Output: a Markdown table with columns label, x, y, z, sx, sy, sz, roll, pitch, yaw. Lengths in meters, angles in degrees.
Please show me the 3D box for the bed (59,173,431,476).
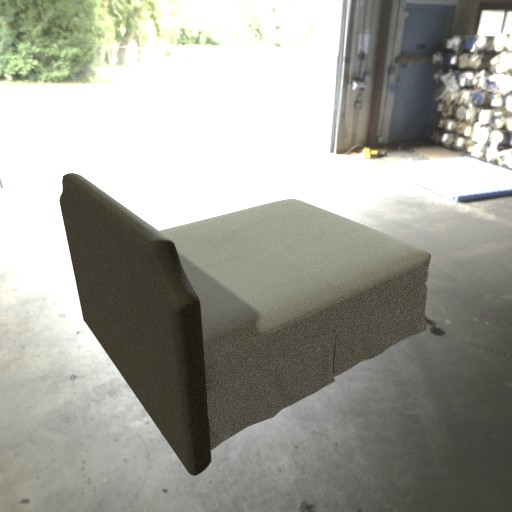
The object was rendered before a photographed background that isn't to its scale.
| label | x | y | z | sx | sy | sz | roll | pitch | yaw |
| --- | --- | --- | --- | --- | --- | --- | --- | --- | --- |
| bed | 0.000 | 0.000 | 3.270 | 2.181 | 1.297 | 1.831 | -18 | 32 | -32 |
